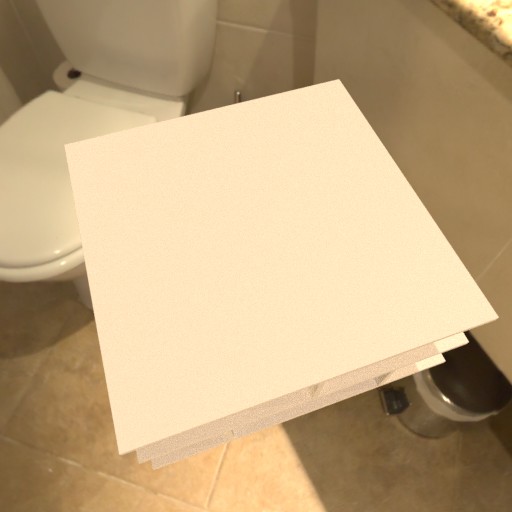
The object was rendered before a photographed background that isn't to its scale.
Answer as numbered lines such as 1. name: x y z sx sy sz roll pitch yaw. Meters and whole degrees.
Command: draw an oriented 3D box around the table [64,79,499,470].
1. table: 0.000 0.000 1.046 0.700 0.289 0.700 -17 61 -10
